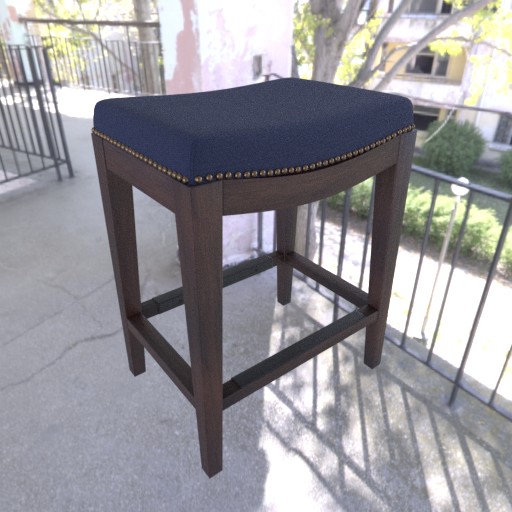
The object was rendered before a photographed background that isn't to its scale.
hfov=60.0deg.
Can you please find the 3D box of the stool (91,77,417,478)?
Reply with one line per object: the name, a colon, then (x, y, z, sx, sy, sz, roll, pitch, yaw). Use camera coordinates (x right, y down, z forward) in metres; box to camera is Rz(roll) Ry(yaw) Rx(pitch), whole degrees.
stool: (0.000, 0.000, 0.934, 0.500, 0.642, 0.361, -21, 36, -32)
